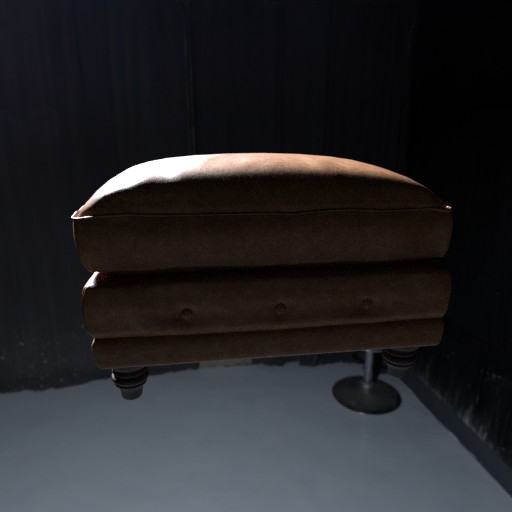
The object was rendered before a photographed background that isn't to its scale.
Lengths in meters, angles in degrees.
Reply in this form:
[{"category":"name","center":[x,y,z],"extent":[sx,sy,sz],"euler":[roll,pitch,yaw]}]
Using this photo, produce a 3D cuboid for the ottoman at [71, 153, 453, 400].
[{"category":"ottoman","center":[0.000,0.000,1.071],"extent":[0.710,0.480,0.533],"euler":[-2,16,-8]}]
